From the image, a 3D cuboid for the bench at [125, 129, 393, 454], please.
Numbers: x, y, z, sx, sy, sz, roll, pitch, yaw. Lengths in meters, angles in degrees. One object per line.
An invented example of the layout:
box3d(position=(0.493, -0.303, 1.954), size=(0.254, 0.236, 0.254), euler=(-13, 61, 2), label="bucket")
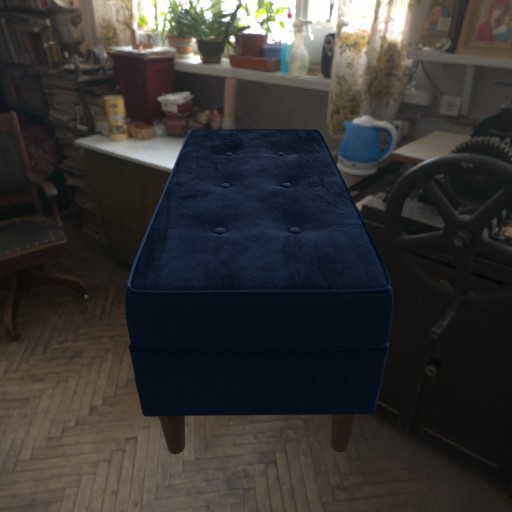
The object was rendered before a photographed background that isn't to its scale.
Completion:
box3d(position=(0.000, 0.000, 1.290), size=(0.489, 0.467, 1.010), euler=(0, 31, -1), label="bench")
